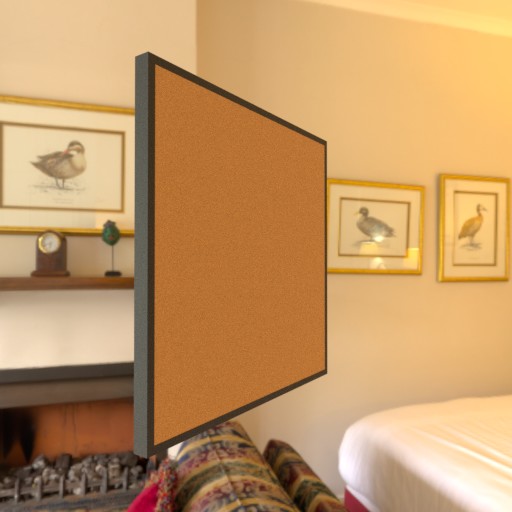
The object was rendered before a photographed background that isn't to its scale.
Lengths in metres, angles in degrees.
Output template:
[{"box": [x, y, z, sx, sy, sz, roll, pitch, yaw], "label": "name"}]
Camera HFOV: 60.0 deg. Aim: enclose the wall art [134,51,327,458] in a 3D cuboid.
[{"box": [0.000, 0.000, 1.153, 0.038, 0.763, 0.763, 0, -1, 35], "label": "wall art"}]
